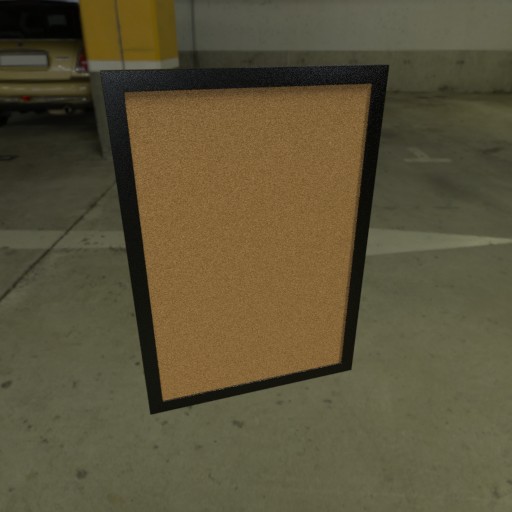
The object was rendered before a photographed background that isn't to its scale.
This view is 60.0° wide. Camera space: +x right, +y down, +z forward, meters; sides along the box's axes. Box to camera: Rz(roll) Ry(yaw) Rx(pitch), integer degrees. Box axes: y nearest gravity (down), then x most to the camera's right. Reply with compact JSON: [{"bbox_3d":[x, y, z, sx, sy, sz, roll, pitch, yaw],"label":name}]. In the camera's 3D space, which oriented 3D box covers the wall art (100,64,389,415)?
[{"bbox_3d":[0.000,0.000,0.550,0.304,0.432,0.013,-8,28,-15],"label":"wall art"}]
